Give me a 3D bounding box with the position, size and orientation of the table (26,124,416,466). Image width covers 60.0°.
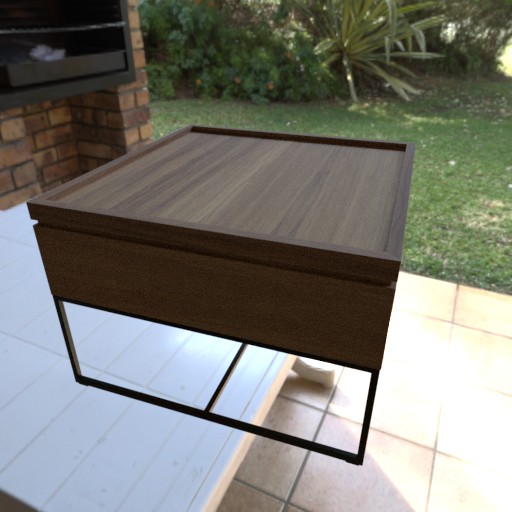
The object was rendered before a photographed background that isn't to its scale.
[{"bbox_3d":[0.000,0.000,1.123,0.676,0.464,0.679,10,31,17],"label":"table"}]
